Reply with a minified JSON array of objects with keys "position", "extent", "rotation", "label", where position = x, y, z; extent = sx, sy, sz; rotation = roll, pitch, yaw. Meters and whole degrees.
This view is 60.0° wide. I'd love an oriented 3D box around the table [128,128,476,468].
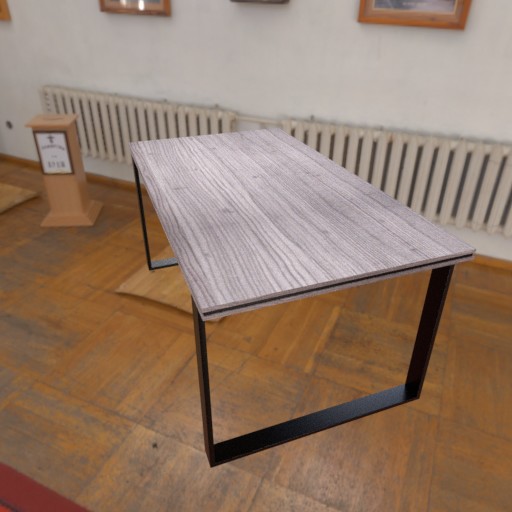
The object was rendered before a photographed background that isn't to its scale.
[{"position":[0.000,0.000,2.075],"extent":[0.881,0.736,1.579],"rotation":[-11,32,-18],"label":"table"}]
